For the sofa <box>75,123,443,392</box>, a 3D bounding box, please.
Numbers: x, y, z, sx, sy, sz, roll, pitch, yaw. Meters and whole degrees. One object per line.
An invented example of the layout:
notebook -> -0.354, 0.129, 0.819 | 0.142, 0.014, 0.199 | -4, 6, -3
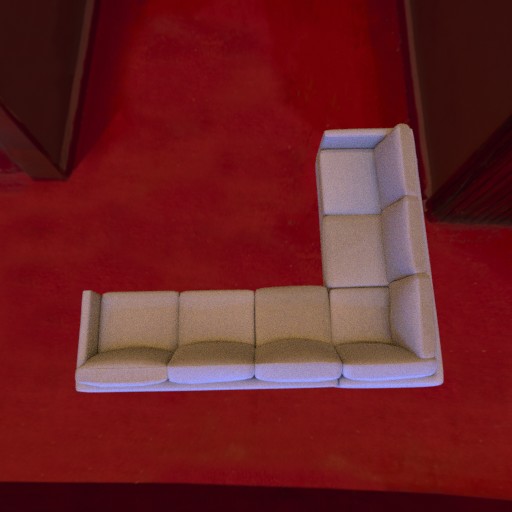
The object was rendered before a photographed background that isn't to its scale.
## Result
sofa -> 0.000, 0.000, 4.461 | 3.301, 0.947, 2.592 | -1, 75, 0
